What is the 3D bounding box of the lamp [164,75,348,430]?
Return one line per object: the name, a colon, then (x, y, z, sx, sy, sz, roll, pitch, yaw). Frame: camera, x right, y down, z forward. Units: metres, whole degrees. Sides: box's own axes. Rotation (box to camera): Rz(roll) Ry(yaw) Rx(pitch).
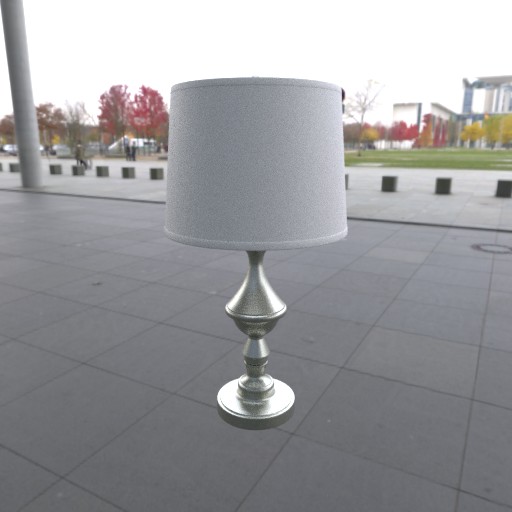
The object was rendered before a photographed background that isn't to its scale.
lamp: (0.000, 0.000, 0.960, 0.383, 0.733, 0.383, 0, 14, 0)
